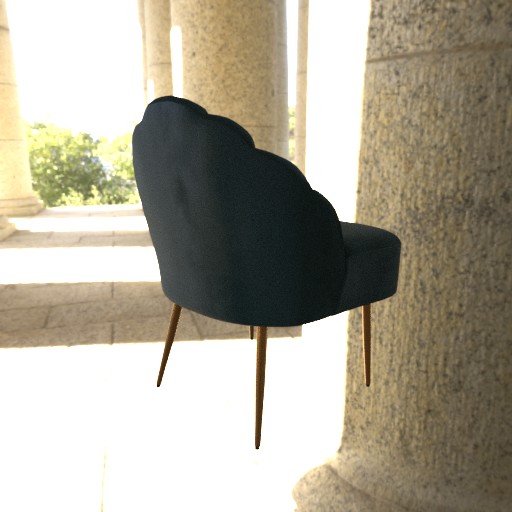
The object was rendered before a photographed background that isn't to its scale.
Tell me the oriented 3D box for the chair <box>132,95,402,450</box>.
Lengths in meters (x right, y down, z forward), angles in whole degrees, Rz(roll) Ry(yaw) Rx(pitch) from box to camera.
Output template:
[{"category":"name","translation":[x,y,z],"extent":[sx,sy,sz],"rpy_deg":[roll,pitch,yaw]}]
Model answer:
[{"category":"chair","translation":[0.000,0.000,1.266],"extent":[0.657,0.819,0.599],"rpy_deg":[13,18,42]}]
